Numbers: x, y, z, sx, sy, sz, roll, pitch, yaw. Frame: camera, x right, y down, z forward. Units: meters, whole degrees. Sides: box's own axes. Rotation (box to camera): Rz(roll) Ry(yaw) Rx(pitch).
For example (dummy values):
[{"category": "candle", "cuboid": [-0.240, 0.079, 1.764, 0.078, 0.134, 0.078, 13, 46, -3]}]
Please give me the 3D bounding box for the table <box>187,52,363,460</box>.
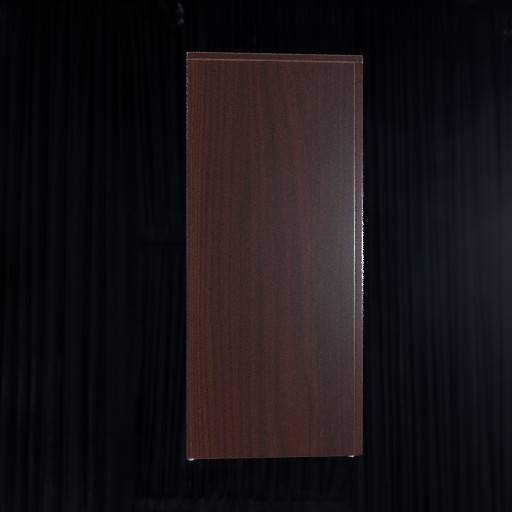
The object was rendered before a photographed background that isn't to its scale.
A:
[{"category": "table", "cuboid": [0.000, 0.000, 1.328, 0.380, 0.790, 0.930, 0, 0, -3]}]
